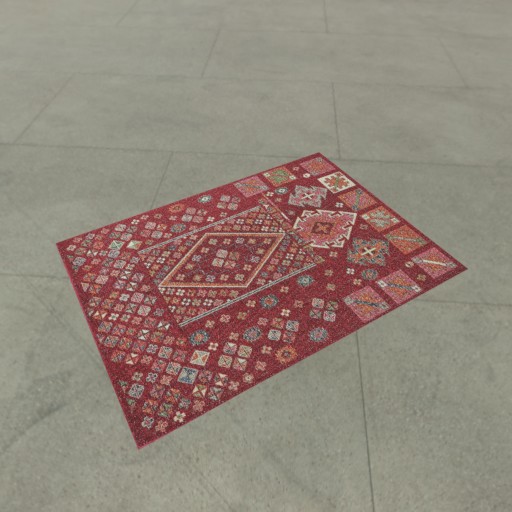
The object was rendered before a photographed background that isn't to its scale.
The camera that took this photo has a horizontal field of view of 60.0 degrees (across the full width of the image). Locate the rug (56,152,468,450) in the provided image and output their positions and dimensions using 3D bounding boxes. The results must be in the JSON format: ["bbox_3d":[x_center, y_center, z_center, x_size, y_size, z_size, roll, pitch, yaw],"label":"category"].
[{"bbox_3d":[0.000,0.000,2.881,2.184,0.007,1.579,-23,50,-21],"label":"rug"}]
